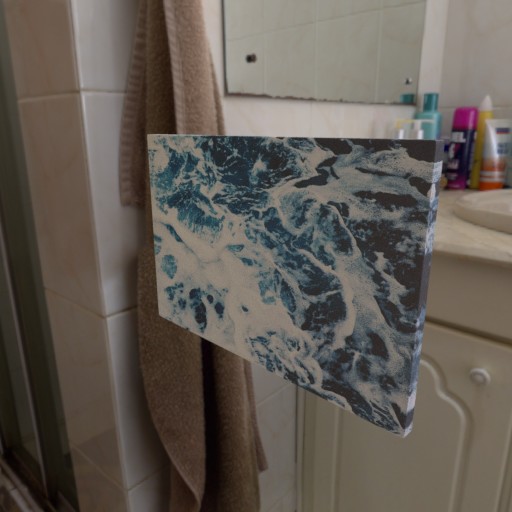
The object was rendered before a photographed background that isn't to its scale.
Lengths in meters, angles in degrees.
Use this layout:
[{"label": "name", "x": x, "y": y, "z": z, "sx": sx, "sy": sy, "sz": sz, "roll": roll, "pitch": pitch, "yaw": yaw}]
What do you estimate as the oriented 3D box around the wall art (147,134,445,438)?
[{"label": "wall art", "x": 0.000, "y": 0.000, "z": 1.170, "sx": 0.915, "sy": 0.610, "sz": 0.042, "roll": 15, "pitch": 22, "yaw": 42}]
